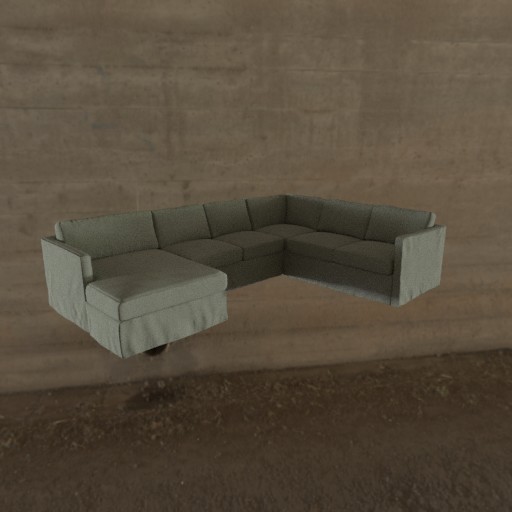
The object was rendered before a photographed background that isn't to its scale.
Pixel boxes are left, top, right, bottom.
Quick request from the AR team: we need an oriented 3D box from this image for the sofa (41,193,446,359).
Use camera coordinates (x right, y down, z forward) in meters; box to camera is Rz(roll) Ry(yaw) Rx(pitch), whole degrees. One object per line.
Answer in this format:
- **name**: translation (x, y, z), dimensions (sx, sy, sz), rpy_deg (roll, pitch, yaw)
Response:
- **sofa**: translation (0.000, 0.000, 4.568), dimensions (3.434, 0.869, 2.440), rpy_deg (-14, 21, -42)
